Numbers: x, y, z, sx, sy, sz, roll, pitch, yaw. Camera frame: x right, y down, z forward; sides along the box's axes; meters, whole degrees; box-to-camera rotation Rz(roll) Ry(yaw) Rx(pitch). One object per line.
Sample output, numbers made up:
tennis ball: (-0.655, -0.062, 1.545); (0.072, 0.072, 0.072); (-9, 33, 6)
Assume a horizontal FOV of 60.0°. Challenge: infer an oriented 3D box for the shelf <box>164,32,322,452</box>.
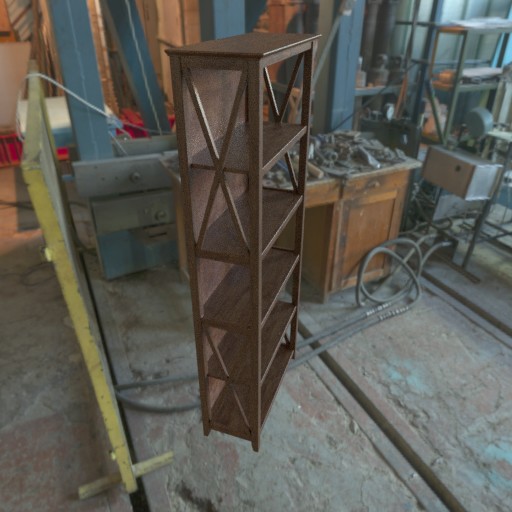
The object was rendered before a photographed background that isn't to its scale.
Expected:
shelf: (0.000, 0.000, 2.173); (0.335, 1.905, 0.805); (10, 32, 17)
